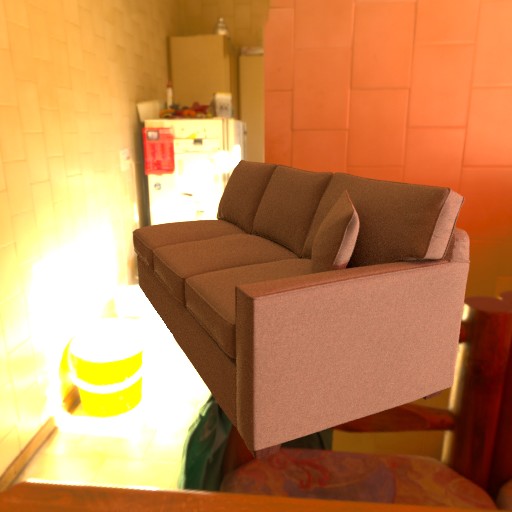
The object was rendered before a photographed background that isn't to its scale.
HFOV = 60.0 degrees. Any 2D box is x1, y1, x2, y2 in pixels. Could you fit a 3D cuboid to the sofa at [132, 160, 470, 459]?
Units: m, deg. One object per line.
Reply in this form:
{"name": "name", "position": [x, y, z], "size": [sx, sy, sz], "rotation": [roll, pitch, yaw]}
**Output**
{"name": "sofa", "position": [0.000, 0.000, 2.486], "size": [1.034, 0.946, 1.963], "rotation": [-7, 17, -25]}
